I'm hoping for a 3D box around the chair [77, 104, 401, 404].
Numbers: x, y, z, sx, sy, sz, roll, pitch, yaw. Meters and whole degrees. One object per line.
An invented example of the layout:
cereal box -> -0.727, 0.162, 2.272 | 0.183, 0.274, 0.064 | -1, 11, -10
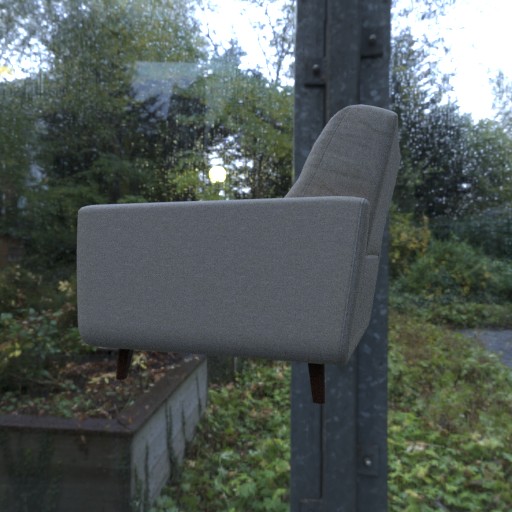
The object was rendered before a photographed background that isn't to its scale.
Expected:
chair -> 0.000, 0.000, 1.831 | 1.128, 0.965, 0.897 | 0, 0, 19
